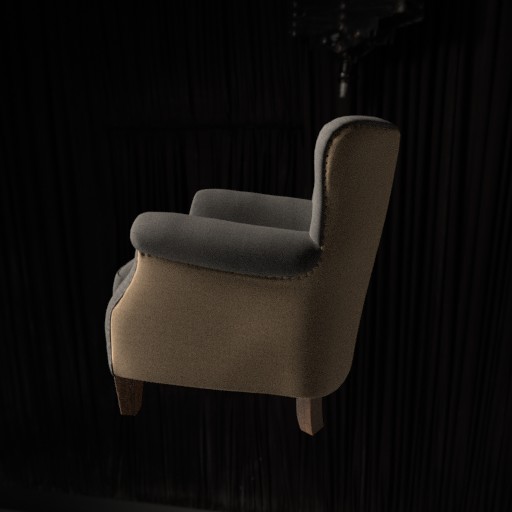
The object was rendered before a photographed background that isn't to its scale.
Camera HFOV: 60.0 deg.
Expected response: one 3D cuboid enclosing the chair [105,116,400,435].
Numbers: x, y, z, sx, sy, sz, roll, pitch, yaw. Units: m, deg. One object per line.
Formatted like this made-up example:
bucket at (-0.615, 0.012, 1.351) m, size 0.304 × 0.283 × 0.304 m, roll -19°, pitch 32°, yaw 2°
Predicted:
chair at (0.000, 0.000, 1.608) m, size 0.921 × 0.936 × 0.861 m, roll 2°, pitch 14°, yaw 7°
